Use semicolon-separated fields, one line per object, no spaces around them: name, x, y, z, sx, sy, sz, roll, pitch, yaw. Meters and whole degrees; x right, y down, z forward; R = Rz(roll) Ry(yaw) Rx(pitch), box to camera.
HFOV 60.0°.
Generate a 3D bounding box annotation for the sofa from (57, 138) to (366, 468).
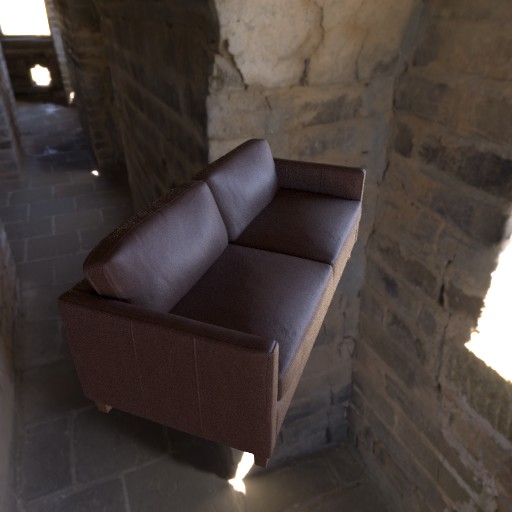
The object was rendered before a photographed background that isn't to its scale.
sofa;0.000;0.000;2.472;0.923;0.863;1.971;11;32;18
